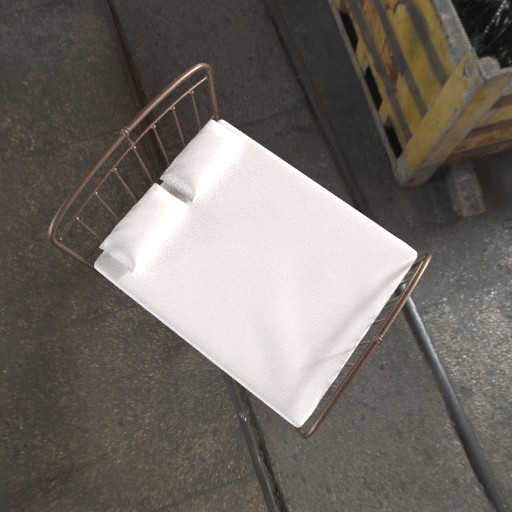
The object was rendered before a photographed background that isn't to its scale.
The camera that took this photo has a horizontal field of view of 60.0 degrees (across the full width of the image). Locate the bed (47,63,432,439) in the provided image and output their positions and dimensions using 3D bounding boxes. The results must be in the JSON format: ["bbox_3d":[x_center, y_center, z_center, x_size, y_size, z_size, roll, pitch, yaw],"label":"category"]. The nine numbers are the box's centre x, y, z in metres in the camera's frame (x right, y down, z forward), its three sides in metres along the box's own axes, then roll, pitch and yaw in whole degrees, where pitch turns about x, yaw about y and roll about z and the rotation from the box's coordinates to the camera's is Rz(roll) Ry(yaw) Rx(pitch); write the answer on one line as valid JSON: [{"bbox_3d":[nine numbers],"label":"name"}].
[{"bbox_3d":[0.000,0.000,3.364,2.168,1.475,1.711,36,78,9],"label":"bed"}]
